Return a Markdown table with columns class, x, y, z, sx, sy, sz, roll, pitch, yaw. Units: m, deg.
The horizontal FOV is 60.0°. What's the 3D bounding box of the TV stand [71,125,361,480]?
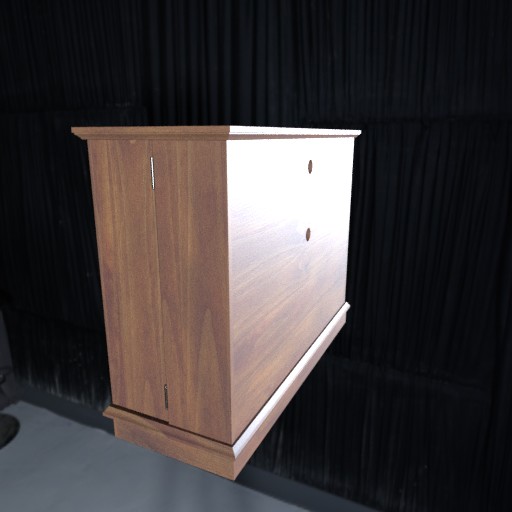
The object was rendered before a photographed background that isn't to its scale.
| class | x | y | z | sx | sy | sz | roll | pitch | yaw |
| --- | --- | --- | --- | --- | --- | --- | --- | --- | --- |
| TV stand | 0.000 | 0.000 | 1.479 | 0.406 | 0.813 | 1.067 | 7 | 17 | 25 |
